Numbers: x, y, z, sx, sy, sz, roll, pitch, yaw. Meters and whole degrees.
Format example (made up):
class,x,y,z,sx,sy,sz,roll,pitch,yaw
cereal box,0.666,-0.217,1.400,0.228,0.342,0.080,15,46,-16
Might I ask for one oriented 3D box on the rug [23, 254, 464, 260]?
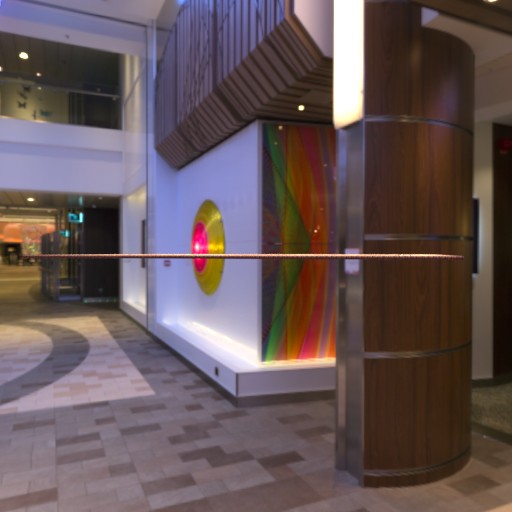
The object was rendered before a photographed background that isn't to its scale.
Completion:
class,x,y,z,sx,sy,sz,roll,pitch,yaw
rug,0.000,0.000,5.737,4.578,0.033,3.033,0,0,19
